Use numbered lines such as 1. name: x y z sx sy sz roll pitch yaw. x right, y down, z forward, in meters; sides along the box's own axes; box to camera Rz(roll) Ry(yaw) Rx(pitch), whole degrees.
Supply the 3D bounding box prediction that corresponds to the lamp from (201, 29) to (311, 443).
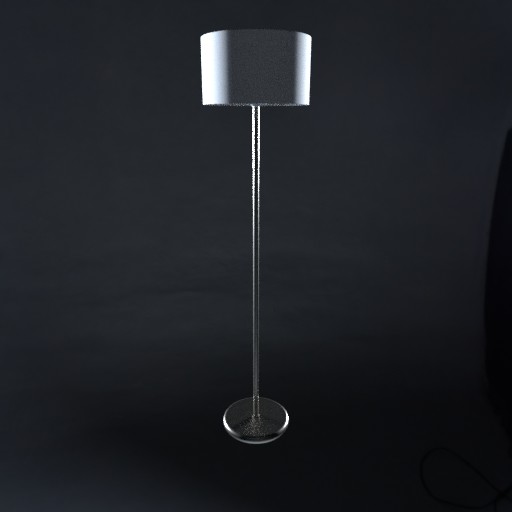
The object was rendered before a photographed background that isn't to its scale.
1. lamp: 0.000 0.000 1.622 0.347 1.443 0.347 -2 18 -8
